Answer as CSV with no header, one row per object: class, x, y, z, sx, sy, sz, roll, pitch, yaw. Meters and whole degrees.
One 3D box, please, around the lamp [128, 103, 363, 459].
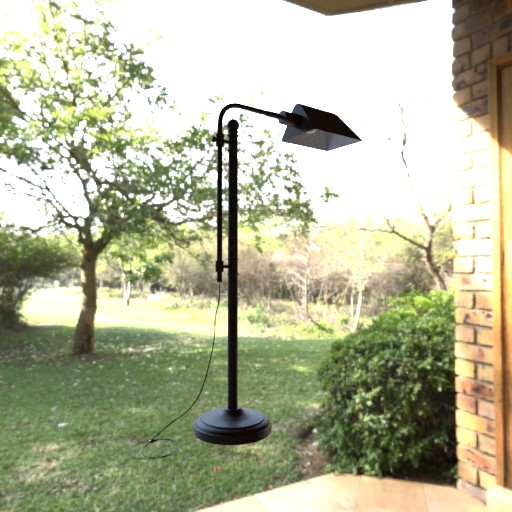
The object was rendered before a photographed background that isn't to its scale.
lamp,0.000,0.000,0.943,0.545,0.708,0.159,1,-2,-36
